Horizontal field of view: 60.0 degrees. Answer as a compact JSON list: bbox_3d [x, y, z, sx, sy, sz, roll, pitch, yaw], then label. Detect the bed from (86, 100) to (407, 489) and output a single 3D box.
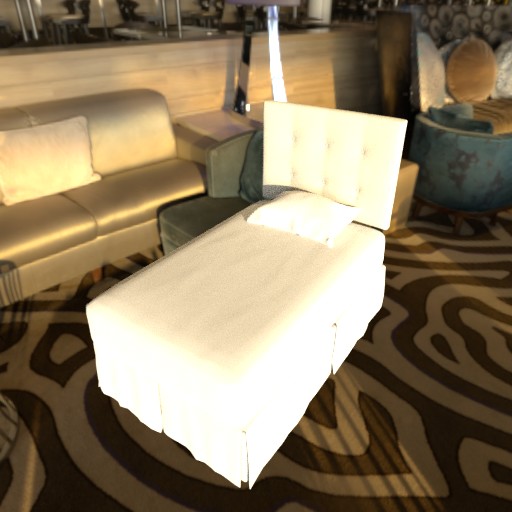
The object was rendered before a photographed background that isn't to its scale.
[{"bbox_3d":[0.000,0.000,2.965,1.261,1.571,1.997,20,36,29],"label":"bed"}]
